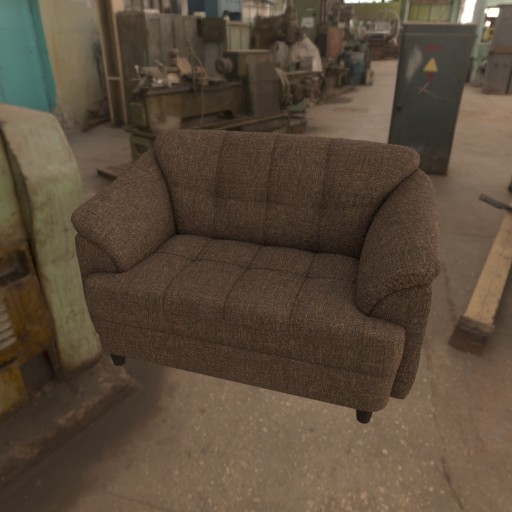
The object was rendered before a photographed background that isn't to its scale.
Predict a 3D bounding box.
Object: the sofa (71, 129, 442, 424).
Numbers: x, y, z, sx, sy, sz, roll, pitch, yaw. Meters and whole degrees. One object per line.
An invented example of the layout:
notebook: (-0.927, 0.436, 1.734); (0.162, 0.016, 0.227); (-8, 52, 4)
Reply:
sofa: (0.000, 0.000, 1.900); (1.404, 0.895, 0.799); (8, 28, 15)
